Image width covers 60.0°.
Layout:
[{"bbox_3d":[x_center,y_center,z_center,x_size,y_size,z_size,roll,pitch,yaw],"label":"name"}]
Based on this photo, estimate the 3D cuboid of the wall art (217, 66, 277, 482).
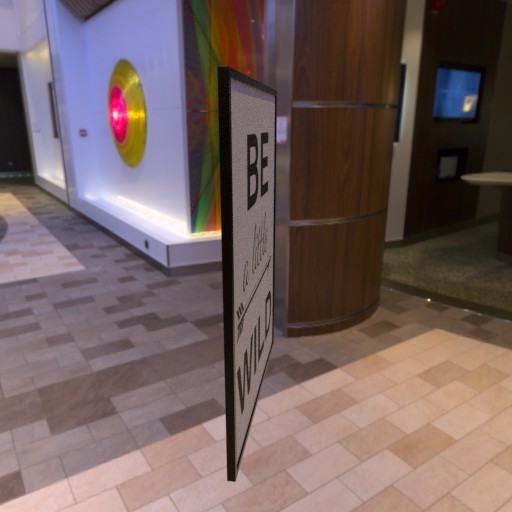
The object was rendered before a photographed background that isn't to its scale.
[{"bbox_3d":[0.000,0.000,0.796,0.013,0.582,0.442,3,17,9],"label":"wall art"}]
